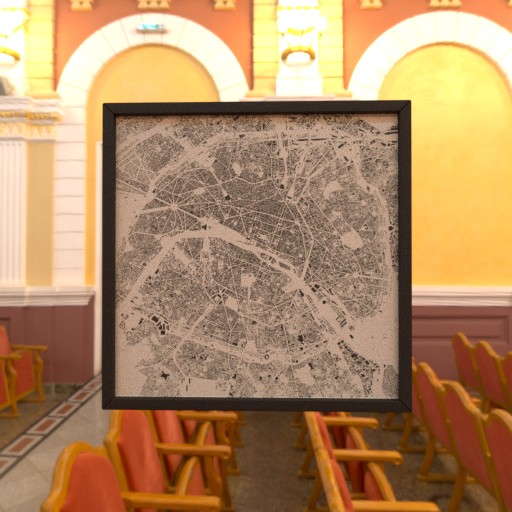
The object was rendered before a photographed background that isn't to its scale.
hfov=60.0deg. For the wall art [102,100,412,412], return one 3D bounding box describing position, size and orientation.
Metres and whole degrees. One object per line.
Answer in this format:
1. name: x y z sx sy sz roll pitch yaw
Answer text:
1. wall art: 0.000 0.000 0.453 0.305 0.305 0.037 0 0 2
